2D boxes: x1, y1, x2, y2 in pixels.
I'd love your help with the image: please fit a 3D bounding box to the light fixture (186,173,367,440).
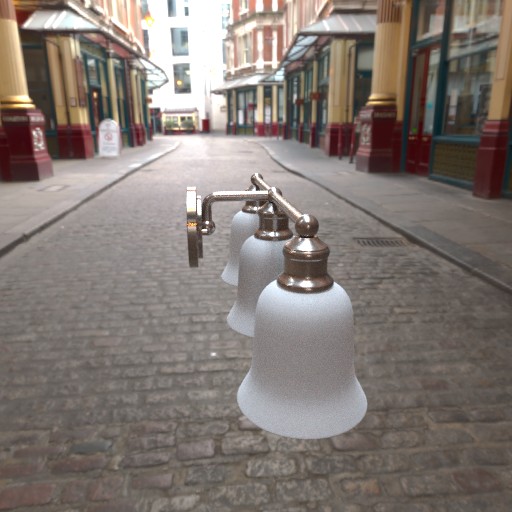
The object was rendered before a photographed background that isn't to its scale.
[{"bbox_3d":[0.000,0.000,0.671,0.198,0.211,0.570,-2,16,-6],"label":"light fixture"}]
